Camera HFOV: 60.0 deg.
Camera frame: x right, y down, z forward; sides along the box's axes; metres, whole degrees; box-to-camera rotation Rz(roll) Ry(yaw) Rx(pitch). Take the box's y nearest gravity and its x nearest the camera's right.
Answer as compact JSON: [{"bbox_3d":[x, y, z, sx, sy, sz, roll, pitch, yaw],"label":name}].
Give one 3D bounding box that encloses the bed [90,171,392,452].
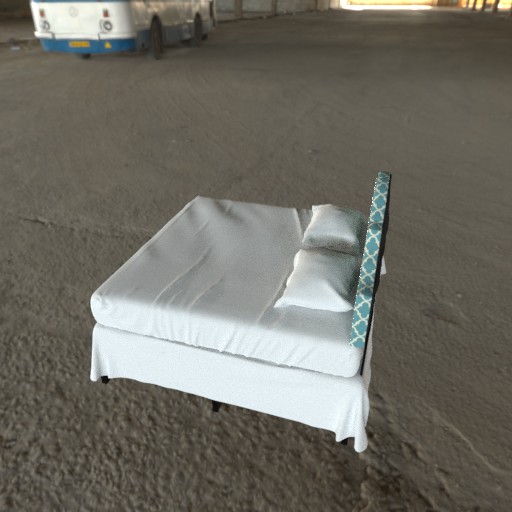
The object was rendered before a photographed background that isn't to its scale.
[{"bbox_3d":[0.000,0.000,3.768,2.222,1.601,2.314,9,32,15],"label":"bed"}]
